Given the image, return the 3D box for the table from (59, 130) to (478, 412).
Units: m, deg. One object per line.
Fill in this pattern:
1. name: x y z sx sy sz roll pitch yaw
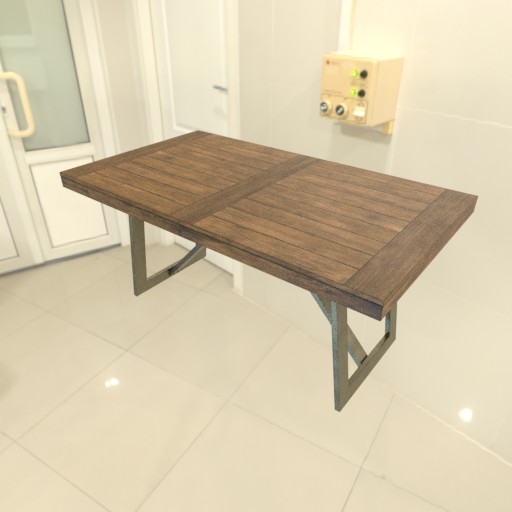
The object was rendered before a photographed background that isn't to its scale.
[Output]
1. table: 0.000 0.000 2.176 1.641 0.757 0.931 22 37 32
